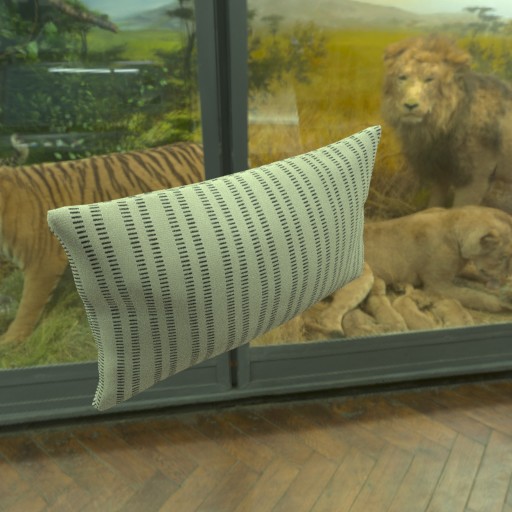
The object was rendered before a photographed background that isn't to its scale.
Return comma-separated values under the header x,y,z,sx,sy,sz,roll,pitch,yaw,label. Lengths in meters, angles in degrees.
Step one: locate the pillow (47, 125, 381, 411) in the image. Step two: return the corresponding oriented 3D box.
x,y,z,sx,sy,sz,roll,pitch,yaw,label
0.000,0.000,0.780,0.640,0.353,0.210,-22,38,-32,pillow
